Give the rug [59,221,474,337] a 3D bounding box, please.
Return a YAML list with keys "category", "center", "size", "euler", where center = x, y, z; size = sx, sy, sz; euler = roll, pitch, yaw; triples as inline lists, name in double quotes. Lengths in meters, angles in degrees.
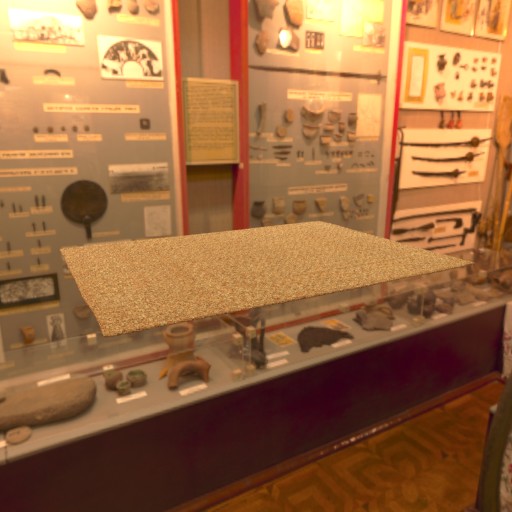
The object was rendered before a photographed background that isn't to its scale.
- category: "rug"
  center: [0.000, 0.000, 2.793]
  size: [2.141, 0.013, 1.566]
  euler: [-8, 17, -28]
